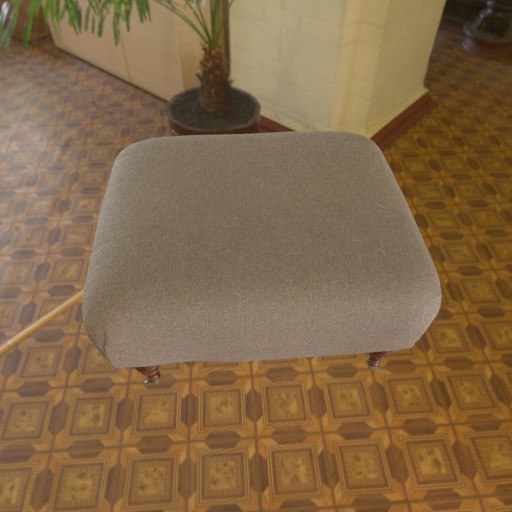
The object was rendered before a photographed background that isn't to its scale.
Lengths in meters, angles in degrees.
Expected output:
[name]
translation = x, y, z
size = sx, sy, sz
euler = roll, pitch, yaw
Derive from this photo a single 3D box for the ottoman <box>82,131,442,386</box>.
[ottoman]
translation = 0.000, 0.000, 1.155
size = 0.747, 0.450, 0.622
euler = -3, 48, -3
